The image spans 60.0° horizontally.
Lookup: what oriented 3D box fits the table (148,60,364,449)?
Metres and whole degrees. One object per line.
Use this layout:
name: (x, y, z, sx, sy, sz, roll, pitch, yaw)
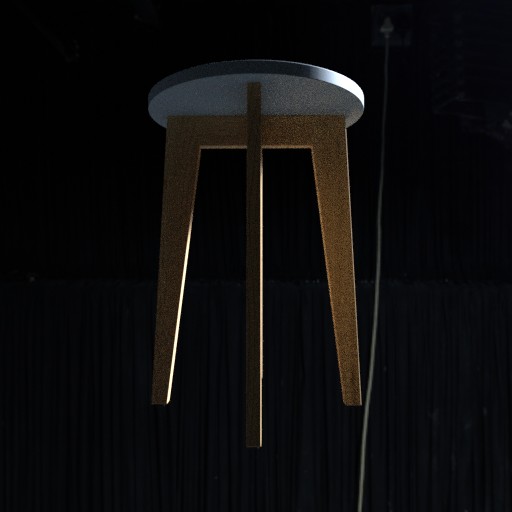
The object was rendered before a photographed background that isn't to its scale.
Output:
table: (0.000, 0.000, 0.740, 0.350, 0.500, 0.350, 0, 0, 0)
